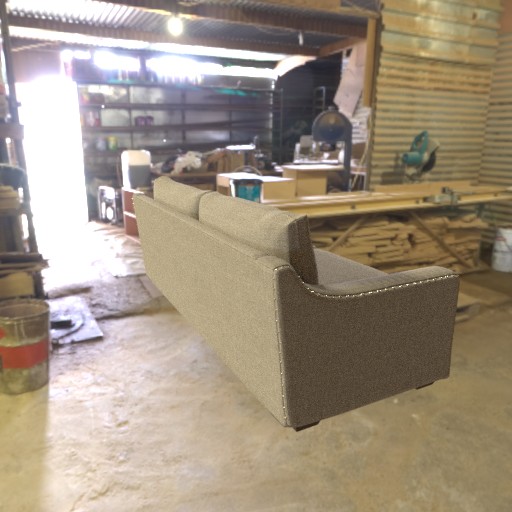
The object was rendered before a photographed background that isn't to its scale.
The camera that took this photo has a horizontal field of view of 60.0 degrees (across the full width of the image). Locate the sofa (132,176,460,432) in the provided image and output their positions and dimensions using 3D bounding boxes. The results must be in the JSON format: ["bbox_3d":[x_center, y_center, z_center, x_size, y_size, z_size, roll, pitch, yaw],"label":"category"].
[{"bbox_3d":[0.000,0.000,2.731,1.000,0.857,2.208,-8,17,-26],"label":"sofa"}]
